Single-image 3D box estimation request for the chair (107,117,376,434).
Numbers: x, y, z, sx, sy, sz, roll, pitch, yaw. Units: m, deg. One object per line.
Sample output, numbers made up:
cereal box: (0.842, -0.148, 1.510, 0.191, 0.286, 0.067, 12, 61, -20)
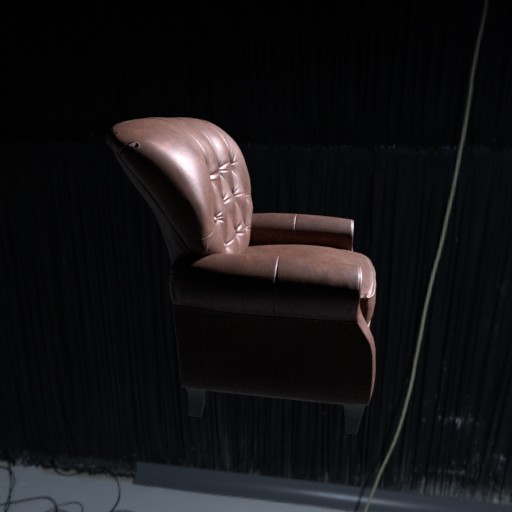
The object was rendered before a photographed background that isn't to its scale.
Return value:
chair: (0.000, 0.000, 1.945, 1.031, 1.162, 0.979, 3, 17, 9)
